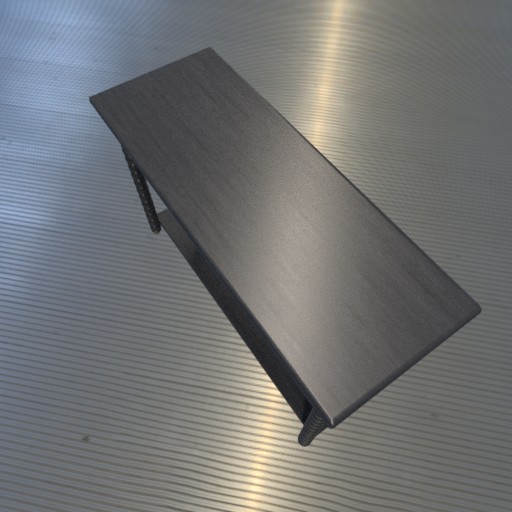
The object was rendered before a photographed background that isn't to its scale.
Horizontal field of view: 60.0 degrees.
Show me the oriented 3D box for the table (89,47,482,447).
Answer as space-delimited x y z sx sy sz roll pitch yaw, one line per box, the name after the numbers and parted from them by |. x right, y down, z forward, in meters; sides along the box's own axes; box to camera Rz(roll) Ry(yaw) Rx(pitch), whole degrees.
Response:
0.000 0.000 1.508 0.459 0.735 1.184 -31 64 -17 | table
